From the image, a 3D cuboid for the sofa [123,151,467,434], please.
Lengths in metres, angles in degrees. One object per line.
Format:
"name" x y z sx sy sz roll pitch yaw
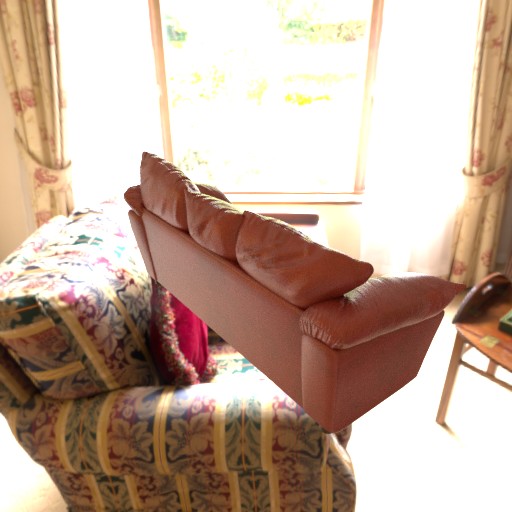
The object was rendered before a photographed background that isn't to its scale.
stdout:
"sofa" 0.000 0.000 2.932 0.907 1.091 2.390 -19 32 -33
